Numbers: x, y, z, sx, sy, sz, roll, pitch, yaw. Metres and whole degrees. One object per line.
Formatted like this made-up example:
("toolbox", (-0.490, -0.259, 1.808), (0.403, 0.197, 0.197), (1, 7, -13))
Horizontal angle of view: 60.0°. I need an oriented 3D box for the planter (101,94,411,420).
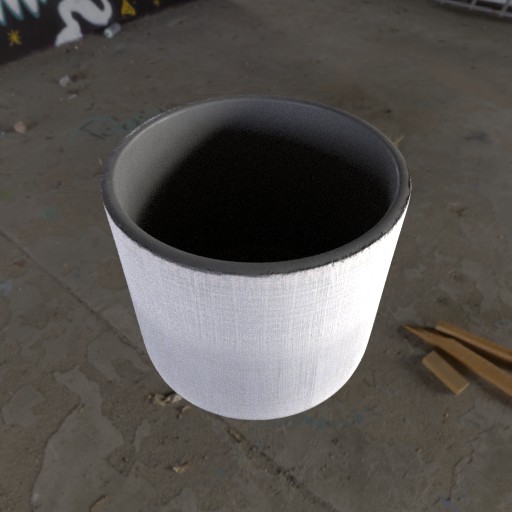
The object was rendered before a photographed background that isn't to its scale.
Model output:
("planter", (0.000, 0.000, 0.442), (0.254, 0.221, 0.254), (0, 45, 0))
